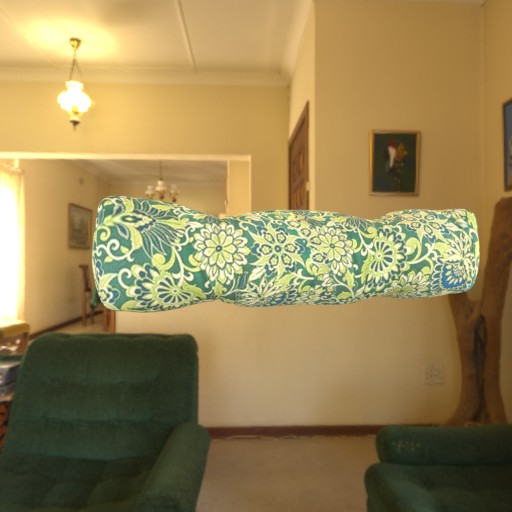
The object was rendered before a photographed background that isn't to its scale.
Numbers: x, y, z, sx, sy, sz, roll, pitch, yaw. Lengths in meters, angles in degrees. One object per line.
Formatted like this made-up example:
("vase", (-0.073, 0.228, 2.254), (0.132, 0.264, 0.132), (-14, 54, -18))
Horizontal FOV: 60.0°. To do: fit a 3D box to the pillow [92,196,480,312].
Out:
("pillow", (0.000, 0.000, 0.719), (0.490, 0.128, 0.468), (0, 0, -19))
